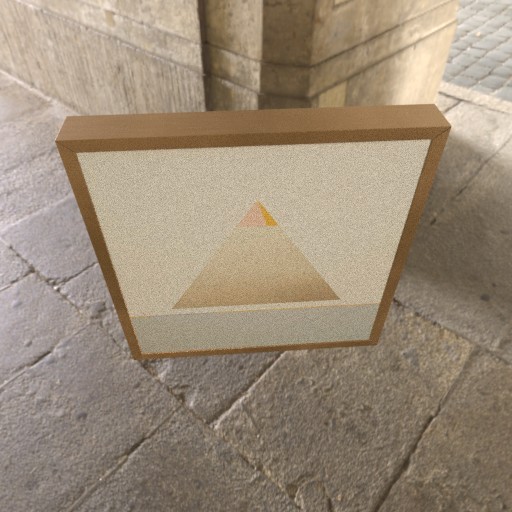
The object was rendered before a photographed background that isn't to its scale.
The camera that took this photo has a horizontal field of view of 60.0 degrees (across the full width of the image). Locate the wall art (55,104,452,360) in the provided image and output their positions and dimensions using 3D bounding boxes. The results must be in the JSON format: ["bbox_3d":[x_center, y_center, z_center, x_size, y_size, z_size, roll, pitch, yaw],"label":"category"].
[{"bbox_3d":[0.000,0.000,0.460,0.305,0.303,0.038,-3,45,-3],"label":"wall art"}]
